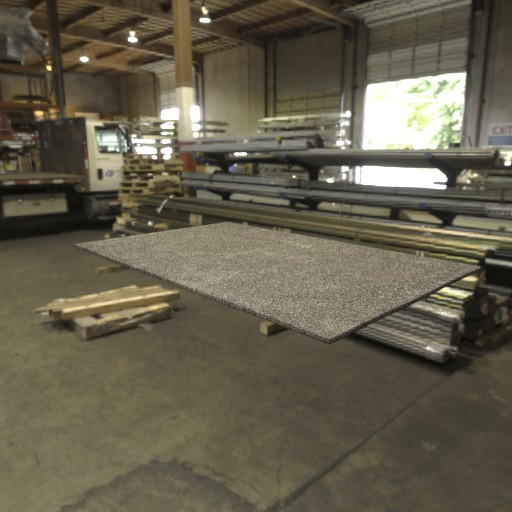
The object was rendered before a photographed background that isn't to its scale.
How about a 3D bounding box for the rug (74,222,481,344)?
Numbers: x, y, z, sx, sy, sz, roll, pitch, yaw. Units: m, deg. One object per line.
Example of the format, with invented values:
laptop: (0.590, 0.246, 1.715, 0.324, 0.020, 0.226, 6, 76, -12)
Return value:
rug: (0.000, 0.000, 2.971, 1.502, 0.025, 2.350, -13, 19, -42)
